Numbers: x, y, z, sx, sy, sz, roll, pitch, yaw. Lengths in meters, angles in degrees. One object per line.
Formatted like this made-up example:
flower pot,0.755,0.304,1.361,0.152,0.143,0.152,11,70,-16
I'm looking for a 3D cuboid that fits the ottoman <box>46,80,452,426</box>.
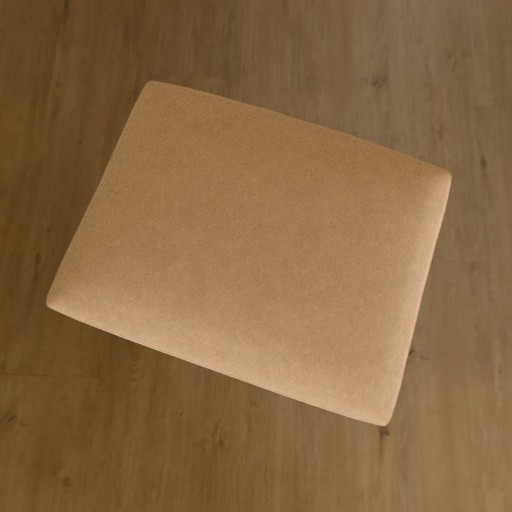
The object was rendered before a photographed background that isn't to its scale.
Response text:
ottoman,0.000,0.000,1.114,0.741,0.513,0.584,18,77,5
